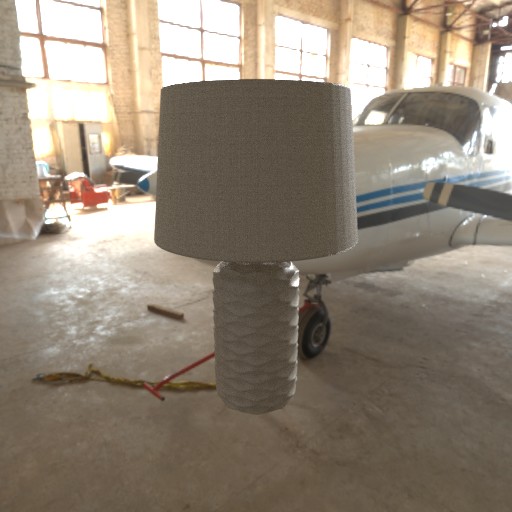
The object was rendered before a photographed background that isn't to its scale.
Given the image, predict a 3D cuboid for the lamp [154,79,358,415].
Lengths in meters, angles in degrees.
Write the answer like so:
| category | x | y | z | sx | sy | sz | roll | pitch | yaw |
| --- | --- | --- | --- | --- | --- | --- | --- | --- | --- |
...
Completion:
| category | x | y | z | sx | sy | sz | roll | pitch | yaw |
| --- | --- | --- | --- | --- | --- | --- | --- | --- | --- |
| lamp | 0.000 | 0.000 | 0.847 | 0.376 | 0.594 | 0.376 | 0 | 15 | 0 |
